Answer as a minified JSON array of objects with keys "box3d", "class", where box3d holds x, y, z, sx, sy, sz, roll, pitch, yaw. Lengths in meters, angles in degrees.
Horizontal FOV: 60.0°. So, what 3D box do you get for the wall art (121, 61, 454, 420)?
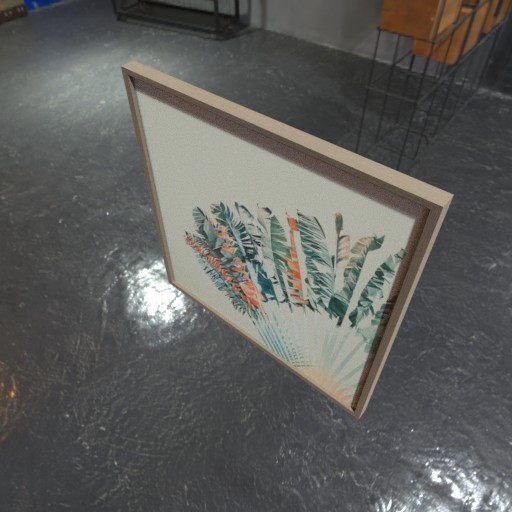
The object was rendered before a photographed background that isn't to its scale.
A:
[{"box3d":[0.000,0.000,1.115,0.761,0.758,0.038,31,54,26],"class":"wall art"}]
